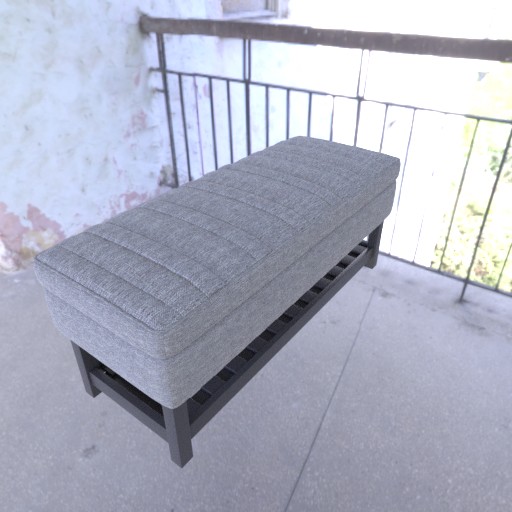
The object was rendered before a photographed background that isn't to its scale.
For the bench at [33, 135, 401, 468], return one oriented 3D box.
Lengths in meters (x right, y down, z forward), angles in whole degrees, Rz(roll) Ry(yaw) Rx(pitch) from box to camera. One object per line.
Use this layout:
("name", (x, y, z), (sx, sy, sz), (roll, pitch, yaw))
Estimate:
("bench", (0.000, 0.000, 1.318), (0.429, 0.470, 1.100), (22, 39, 31))
